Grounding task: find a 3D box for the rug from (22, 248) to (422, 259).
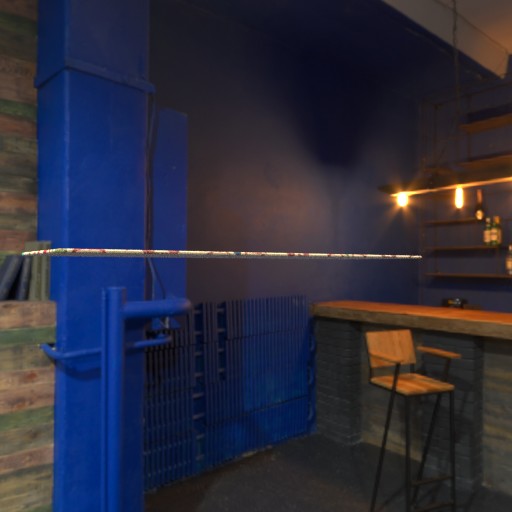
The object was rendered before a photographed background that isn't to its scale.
[{"bbox_3d":[0.000,0.000,2.513,2.273,0.016,0.693,1,-1,-38],"label":"rug"}]
